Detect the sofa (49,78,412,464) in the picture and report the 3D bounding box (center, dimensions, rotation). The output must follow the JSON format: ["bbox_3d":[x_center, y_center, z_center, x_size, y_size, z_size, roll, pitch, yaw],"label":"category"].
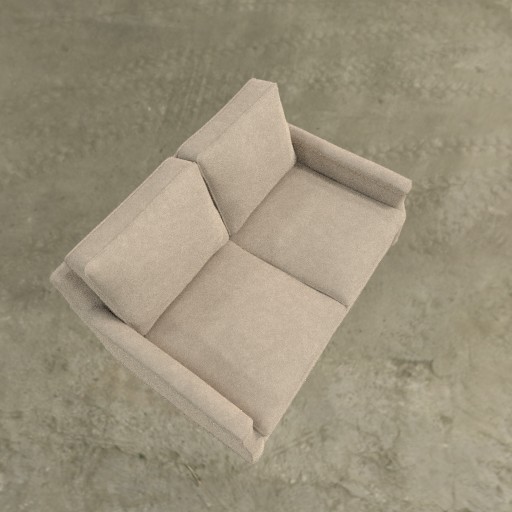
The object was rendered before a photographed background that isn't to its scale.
[{"bbox_3d":[0.000,0.000,2.291,1.084,1.002,1.597,31,64,17],"label":"sofa"}]
